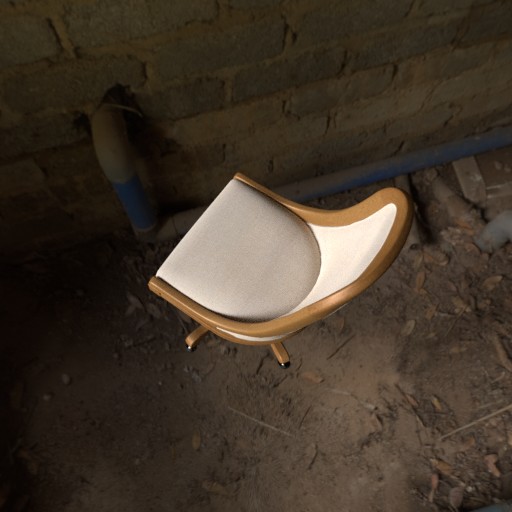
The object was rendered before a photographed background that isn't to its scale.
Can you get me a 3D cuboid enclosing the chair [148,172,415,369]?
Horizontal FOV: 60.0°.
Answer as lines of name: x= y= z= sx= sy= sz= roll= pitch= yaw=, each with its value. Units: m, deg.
chair: x=0.000 y=0.000 z=1.577 sx=0.811 sy=1.009 sz=0.702 roll=30 pitch=68 yaw=13
